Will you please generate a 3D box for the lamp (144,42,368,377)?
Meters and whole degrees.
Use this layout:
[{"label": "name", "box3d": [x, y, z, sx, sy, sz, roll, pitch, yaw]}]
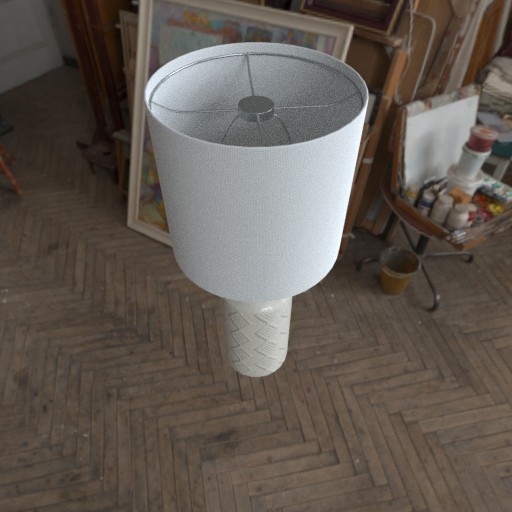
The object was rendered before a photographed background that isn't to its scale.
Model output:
[{"label": "lamp", "box3d": [0.000, 0.000, 0.580, 0.207, 0.461, 0.207, -4, 47, -4]}]
